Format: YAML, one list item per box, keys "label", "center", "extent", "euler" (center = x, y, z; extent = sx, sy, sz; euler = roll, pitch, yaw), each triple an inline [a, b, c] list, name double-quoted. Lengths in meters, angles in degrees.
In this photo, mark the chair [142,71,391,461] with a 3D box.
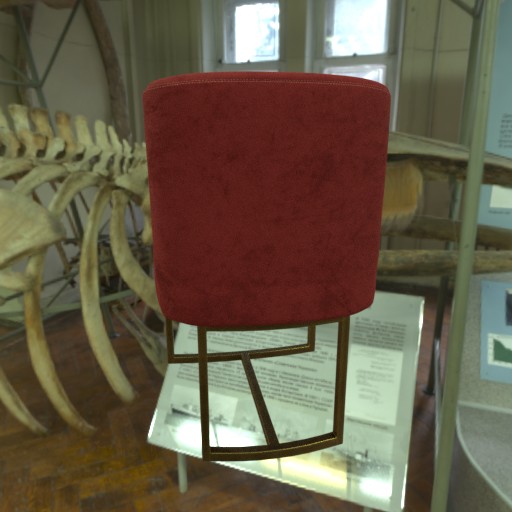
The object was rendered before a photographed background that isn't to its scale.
- label: "chair"
  center: [0.000, 0.000, 1.148]
  extent: [0.530, 0.824, 0.560]
  euler: [-3, 15, -10]
